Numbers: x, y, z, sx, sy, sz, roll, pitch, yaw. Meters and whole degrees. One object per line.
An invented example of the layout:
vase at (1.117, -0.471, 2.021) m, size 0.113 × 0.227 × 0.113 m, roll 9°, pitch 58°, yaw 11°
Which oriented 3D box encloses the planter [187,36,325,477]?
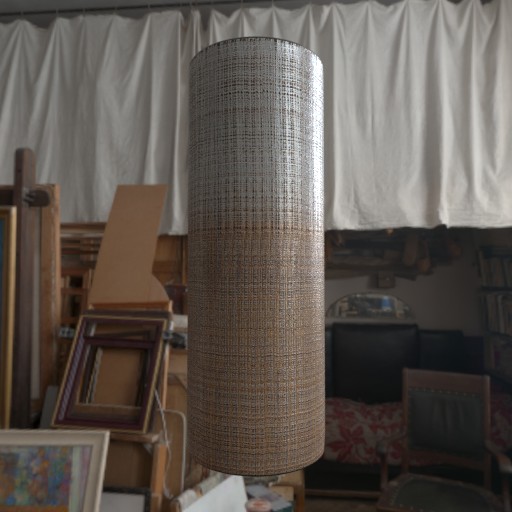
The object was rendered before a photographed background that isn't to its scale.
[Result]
planter at (0.000, 0.000, 0.326) m, size 0.099 × 0.278 × 0.099 m, roll 1°, pitch -2°, yaw -35°
